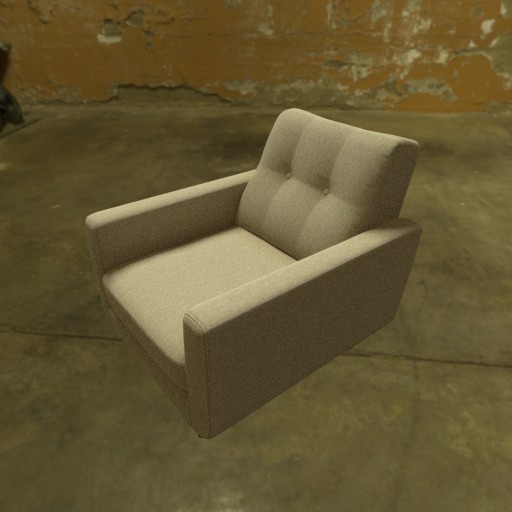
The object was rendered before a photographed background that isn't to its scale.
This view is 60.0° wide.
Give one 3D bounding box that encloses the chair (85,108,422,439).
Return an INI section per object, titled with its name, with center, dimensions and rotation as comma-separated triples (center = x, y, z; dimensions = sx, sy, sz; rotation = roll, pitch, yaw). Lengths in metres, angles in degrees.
[chair]
center = 0.000, 0.000, 1.839
dimensions = 1.128, 0.965, 0.897
rotation = -22, 38, -32
